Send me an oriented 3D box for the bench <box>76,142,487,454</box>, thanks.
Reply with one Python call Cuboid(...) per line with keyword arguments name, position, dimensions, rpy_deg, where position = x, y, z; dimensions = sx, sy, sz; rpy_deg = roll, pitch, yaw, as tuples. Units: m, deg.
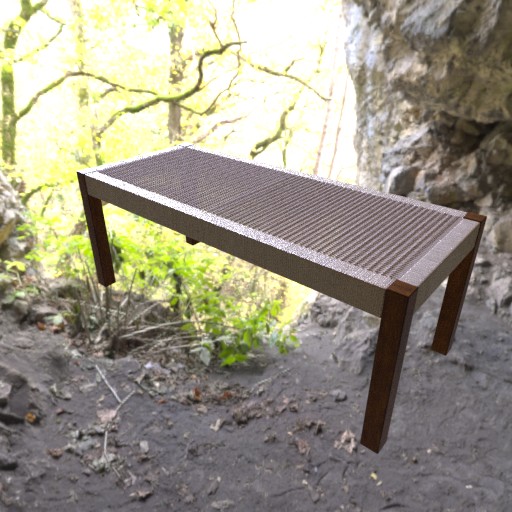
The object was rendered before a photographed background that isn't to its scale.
Cuboid(name="bench", position=(0.000, 0.000, 1.469), dimensions=(1.198, 0.457, 0.507), rpy_deg=(22, 36, 34))
